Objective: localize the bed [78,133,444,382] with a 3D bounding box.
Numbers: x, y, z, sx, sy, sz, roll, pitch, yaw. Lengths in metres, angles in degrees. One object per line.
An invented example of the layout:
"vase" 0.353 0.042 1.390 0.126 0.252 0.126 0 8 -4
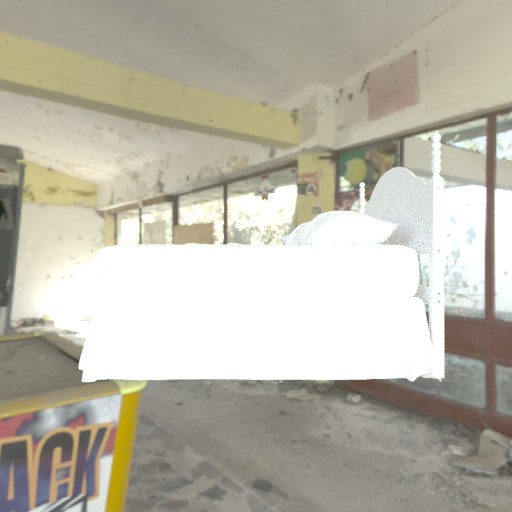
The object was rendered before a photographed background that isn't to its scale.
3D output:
"bed" 0.000 0.000 3.228 2.040 1.356 1.873 0 0 -1
